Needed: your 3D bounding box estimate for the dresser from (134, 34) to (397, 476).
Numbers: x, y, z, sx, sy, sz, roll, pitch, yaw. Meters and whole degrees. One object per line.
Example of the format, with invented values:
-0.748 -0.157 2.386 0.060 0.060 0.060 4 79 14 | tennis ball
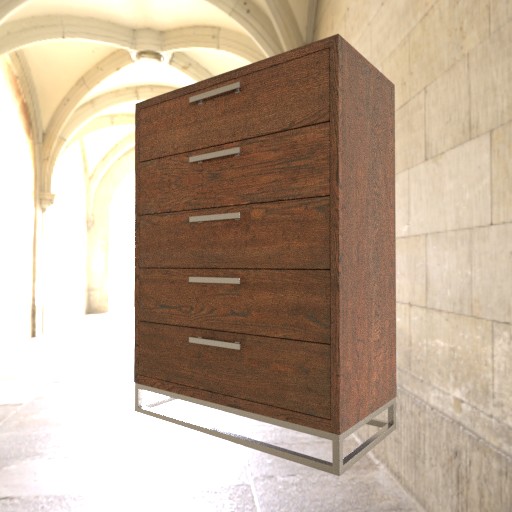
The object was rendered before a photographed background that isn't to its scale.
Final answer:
0.000 0.000 1.792 0.965 1.321 0.508 -1 -1 37 | dresser
